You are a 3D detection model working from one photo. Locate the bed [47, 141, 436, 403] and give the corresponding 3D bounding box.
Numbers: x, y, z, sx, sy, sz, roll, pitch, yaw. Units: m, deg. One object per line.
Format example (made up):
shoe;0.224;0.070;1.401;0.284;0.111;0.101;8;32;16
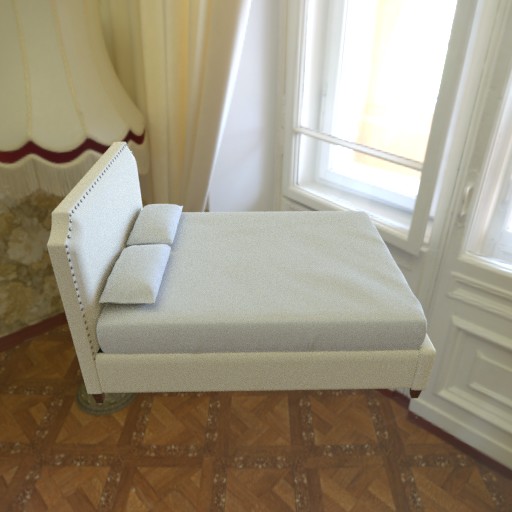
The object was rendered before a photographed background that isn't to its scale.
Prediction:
bed;0.000;0.000;3.462;2.329;1.415;1.703;-1;31;-1
